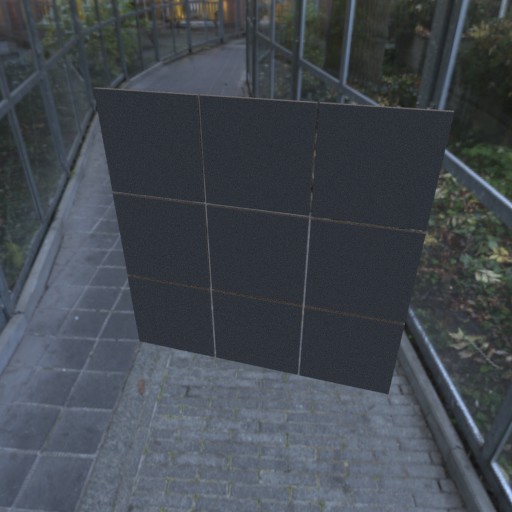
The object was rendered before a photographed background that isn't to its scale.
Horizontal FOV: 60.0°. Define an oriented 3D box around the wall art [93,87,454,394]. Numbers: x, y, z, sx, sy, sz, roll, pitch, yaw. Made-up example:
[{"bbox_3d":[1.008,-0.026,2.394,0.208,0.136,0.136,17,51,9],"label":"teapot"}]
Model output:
[{"bbox_3d":[0.000,0.000,1.773,1.216,1.216,0.013,9,33,14],"label":"wall art"}]
